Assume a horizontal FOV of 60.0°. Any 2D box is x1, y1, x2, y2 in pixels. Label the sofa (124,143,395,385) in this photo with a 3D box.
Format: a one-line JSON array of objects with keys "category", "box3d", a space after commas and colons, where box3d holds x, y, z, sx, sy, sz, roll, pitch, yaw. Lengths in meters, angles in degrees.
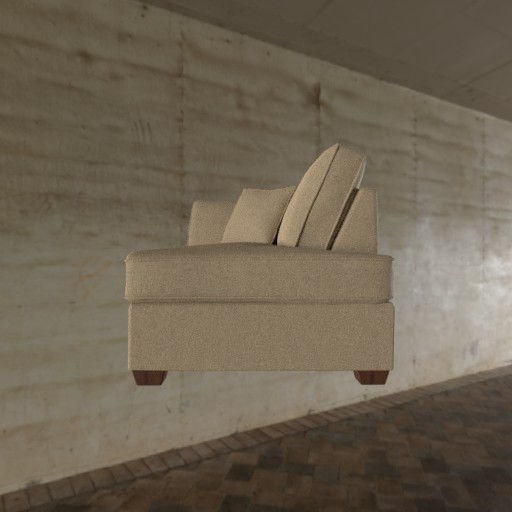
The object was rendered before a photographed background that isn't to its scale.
[{"category": "sofa", "box3d": [0.000, 0.000, 2.839, 1.110, 1.033, 2.237, 0, 0, -1]}]
